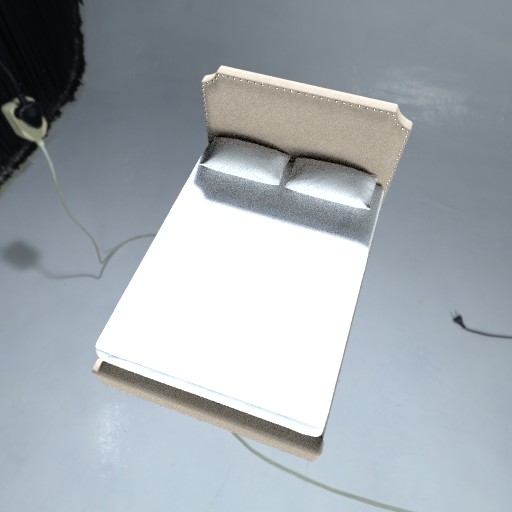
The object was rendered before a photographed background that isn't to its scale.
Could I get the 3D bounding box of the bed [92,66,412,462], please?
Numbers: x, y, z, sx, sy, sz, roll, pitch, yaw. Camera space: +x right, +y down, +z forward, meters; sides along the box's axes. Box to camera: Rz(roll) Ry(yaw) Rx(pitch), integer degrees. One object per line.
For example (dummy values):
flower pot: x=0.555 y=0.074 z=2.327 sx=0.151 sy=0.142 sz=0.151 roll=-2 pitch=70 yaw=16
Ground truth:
bed: x=0.000 y=0.000 z=3.387 sx=1.703 sy=1.415 sz=2.329 roll=16 pitch=60 yaw=10
